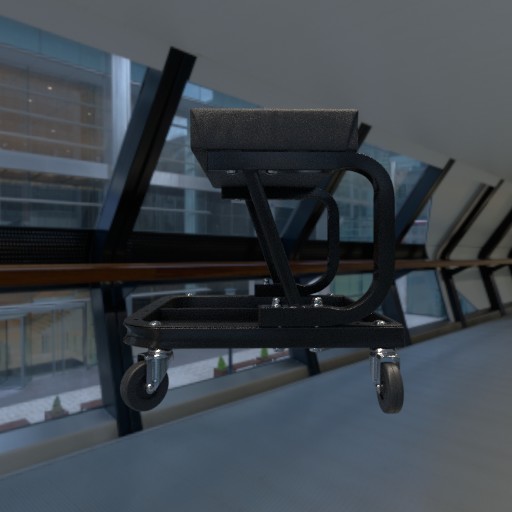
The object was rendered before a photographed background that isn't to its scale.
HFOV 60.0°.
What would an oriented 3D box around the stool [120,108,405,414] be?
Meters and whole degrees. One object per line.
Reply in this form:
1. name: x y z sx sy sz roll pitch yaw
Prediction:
1. stool: 0.000 0.000 0.737 0.371 0.380 0.446 0 1 -1
